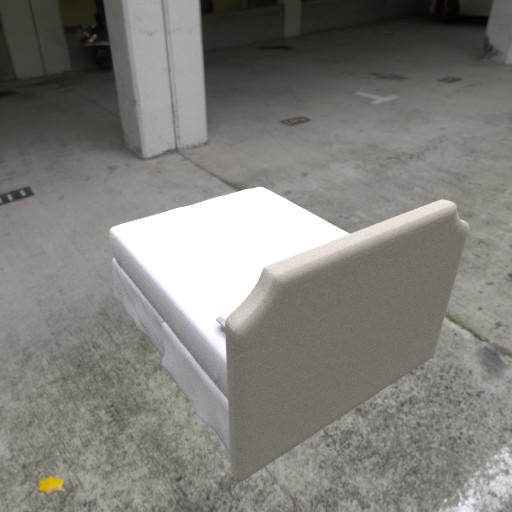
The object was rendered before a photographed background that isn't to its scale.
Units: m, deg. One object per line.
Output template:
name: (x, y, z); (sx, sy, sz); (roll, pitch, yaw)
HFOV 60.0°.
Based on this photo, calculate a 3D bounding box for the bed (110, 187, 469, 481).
bed: (0.000, 0.000, 3.210); (1.693, 1.290, 2.116); (-20, 37, -29)
